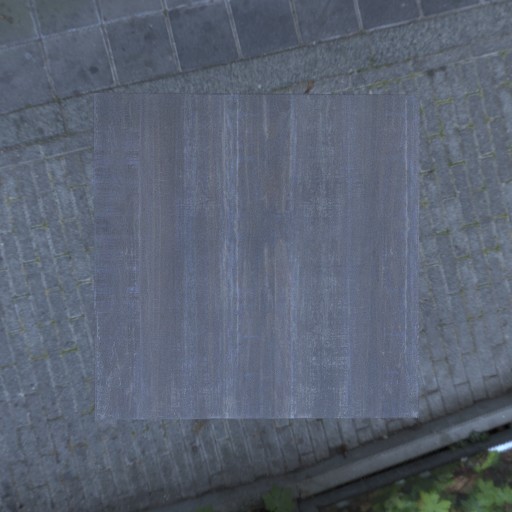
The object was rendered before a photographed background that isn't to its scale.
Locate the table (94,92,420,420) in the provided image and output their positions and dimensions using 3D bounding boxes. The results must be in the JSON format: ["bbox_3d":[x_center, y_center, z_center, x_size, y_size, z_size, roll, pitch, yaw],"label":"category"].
[{"bbox_3d":[0.000,0.000,1.148,0.696,0.400,0.696,0,90,-1],"label":"table"}]
